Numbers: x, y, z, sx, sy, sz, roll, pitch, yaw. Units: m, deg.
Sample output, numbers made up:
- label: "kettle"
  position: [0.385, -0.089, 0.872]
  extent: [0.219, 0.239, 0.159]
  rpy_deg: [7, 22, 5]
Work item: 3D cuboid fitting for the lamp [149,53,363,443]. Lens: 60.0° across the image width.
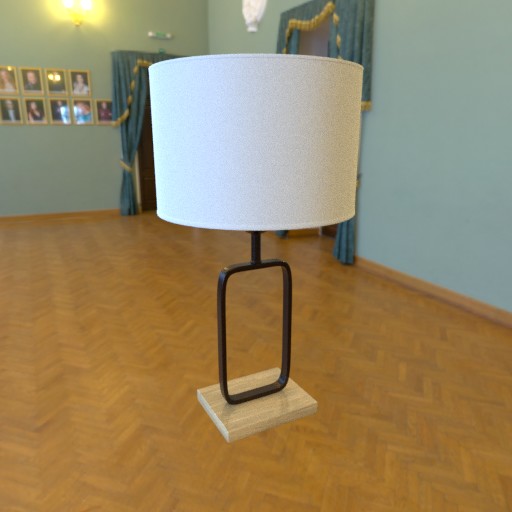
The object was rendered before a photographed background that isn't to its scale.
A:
- label: "lamp"
  position: [0.000, 0.000, 0.657]
  extent: [0.279, 0.508, 0.279]
  rpy_deg: [-8, 17, -27]
